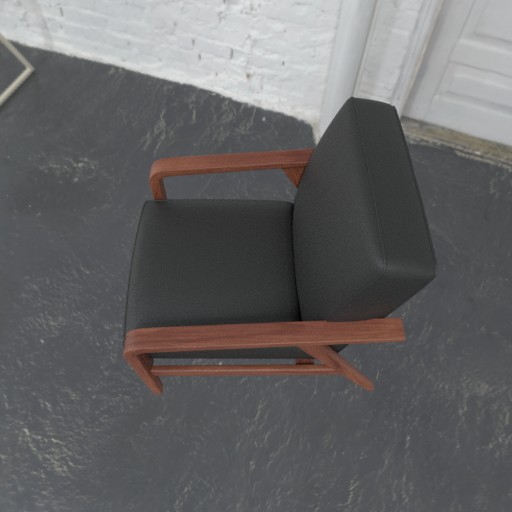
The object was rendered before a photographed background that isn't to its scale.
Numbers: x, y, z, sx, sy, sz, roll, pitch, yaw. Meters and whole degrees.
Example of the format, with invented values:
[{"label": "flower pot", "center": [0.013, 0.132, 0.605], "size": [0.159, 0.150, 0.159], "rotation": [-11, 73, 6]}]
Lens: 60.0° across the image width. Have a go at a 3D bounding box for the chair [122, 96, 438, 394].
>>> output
[{"label": "chair", "center": [0.000, 0.000, 1.497], "size": [0.889, 0.861, 0.719], "rotation": [-1, 58, 0]}]
